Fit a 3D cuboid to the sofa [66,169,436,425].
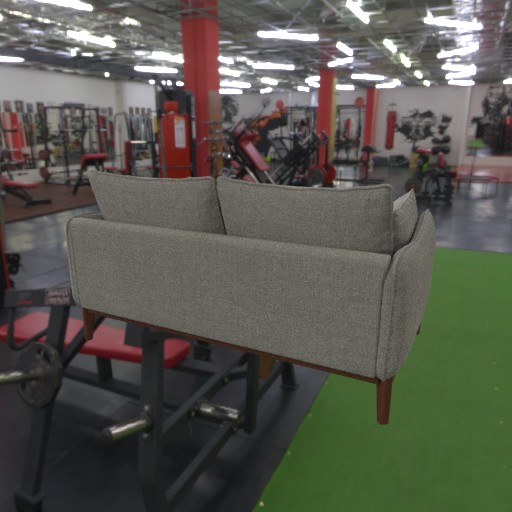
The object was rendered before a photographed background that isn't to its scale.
[{"bbox_3d":[0.000,0.000,2.167,1.580,0.851,0.972,8,18,26],"label":"sofa"}]
